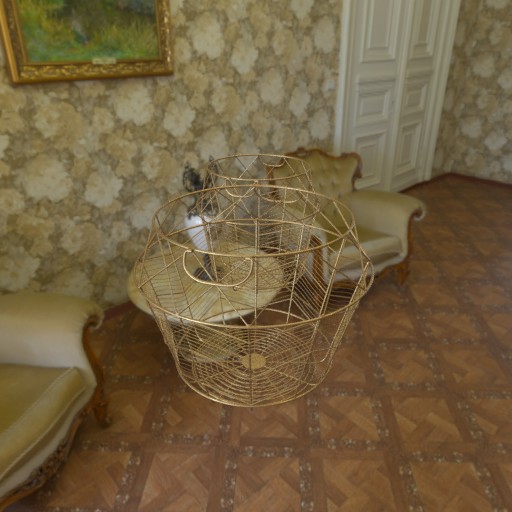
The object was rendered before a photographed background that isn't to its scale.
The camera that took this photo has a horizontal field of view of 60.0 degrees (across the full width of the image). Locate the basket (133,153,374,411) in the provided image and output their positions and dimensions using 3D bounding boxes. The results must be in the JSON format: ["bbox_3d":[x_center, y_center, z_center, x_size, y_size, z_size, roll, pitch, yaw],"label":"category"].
[{"bbox_3d":[0.000,0.000,1.046,0.451,0.343,0.805,1,25,1],"label":"basket"}]
